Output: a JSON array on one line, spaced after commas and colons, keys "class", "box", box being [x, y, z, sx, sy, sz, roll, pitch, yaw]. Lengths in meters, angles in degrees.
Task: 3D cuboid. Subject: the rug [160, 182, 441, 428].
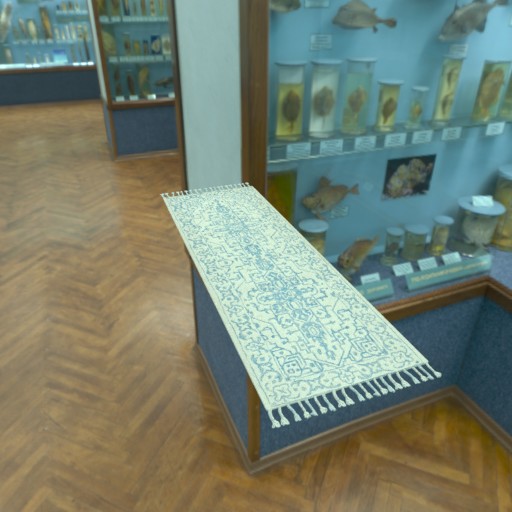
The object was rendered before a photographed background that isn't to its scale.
[{"class": "rug", "box": [0.000, 0.000, 2.741, 0.774, 0.011, 2.449, -10, 31, -18]}]
